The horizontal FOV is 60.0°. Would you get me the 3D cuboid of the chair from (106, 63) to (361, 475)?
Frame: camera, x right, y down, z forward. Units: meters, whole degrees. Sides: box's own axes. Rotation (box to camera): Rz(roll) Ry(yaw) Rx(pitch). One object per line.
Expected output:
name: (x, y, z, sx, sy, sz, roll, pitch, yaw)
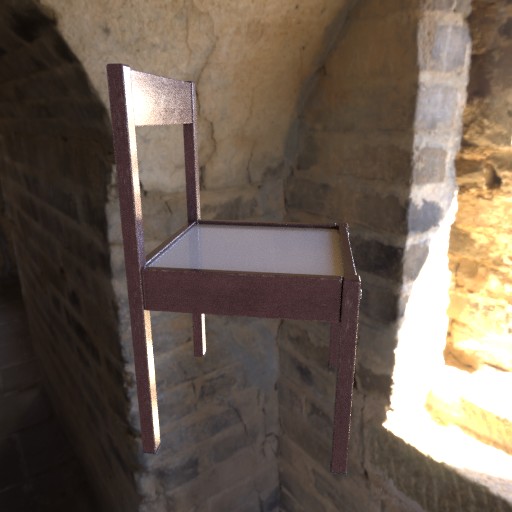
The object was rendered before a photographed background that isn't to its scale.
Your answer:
chair: (0.000, 0.000, 0.661, 0.285, 0.505, 0.285, 2, 18, 8)
